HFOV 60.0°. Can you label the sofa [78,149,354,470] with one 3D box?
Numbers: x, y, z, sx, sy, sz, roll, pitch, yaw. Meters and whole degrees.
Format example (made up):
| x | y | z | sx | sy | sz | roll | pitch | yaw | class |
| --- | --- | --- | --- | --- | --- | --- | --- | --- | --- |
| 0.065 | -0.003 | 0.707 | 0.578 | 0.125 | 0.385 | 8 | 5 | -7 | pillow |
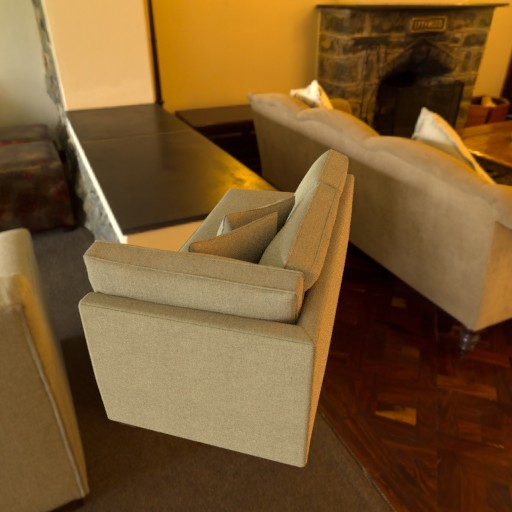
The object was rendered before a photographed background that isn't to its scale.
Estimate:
| x | y | z | sx | sy | sz | roll | pitch | yaw | class |
| --- | --- | --- | --- | --- | --- | --- | --- | --- | --- |
| 0.000 | 0.000 | 2.899 | 1.110 | 1.019 | 2.238 | 8 | 31 | 13 | sofa |
